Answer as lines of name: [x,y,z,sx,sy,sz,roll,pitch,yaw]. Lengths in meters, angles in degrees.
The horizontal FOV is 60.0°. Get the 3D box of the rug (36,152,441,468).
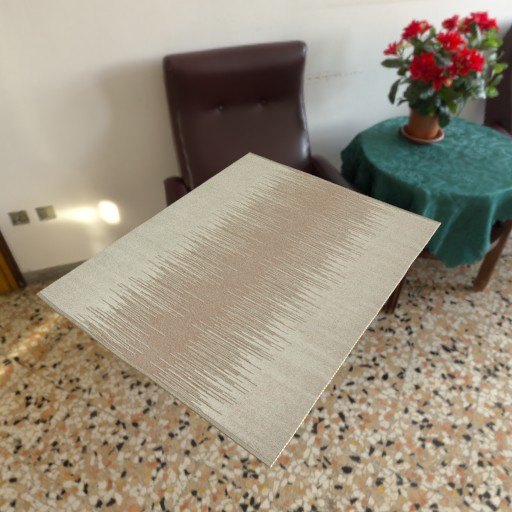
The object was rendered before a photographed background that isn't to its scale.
rug: [0.000,0.000,4.142,2.438,0.013,3.048,26,48,26]
